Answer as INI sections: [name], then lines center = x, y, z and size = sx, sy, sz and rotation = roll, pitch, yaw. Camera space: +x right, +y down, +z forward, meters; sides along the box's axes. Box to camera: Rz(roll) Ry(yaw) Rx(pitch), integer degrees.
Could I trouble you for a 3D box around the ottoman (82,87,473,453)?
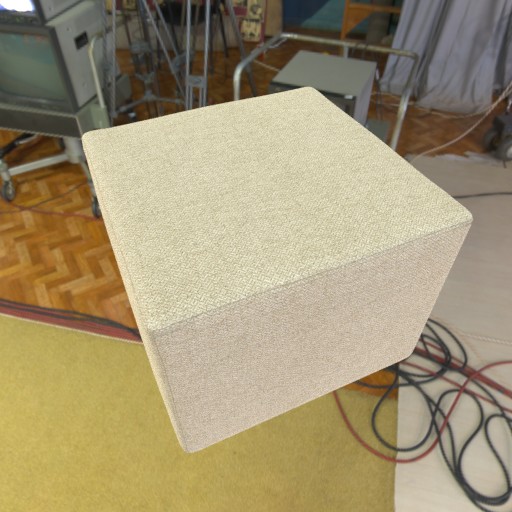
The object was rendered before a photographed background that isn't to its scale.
[ottoman]
center = 0.000, 0.000, 0.877
size = 0.508, 0.432, 0.508
rotation = -18, 48, -17
